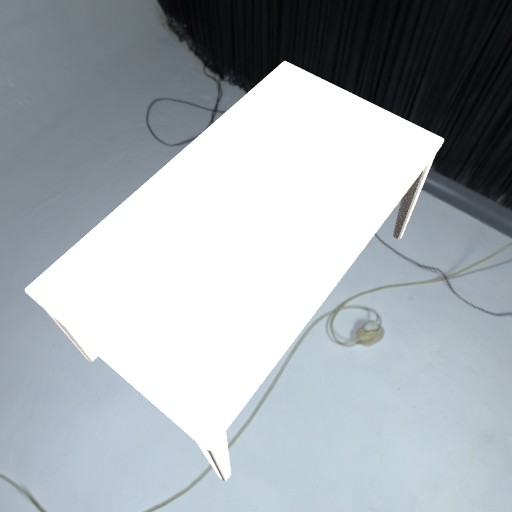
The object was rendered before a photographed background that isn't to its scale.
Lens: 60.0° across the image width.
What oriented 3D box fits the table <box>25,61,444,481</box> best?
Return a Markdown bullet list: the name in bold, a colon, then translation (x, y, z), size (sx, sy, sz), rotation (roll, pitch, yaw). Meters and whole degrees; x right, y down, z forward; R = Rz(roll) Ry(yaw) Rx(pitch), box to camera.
- **table**: translation (0.000, 0.000, 2.036), size (0.900, 0.760, 1.600), rotation (34, 66, 18)
